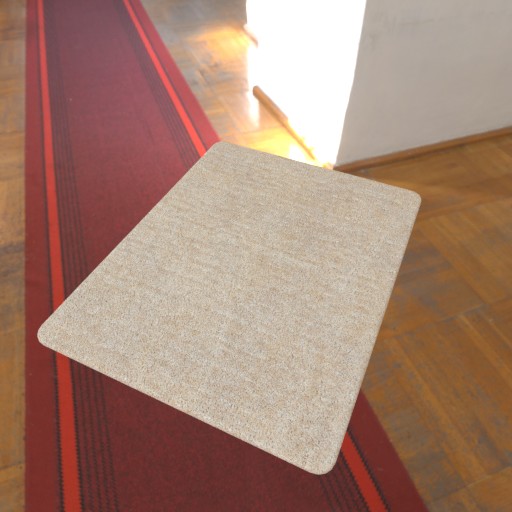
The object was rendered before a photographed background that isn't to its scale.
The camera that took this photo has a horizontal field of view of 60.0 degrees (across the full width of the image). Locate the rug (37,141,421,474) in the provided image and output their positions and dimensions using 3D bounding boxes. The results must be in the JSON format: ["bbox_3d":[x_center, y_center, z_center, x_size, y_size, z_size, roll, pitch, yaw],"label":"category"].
[{"bbox_3d":[0.000,0.000,3.334,2.009,0.048,2.528,19,50,17],"label":"rug"}]
